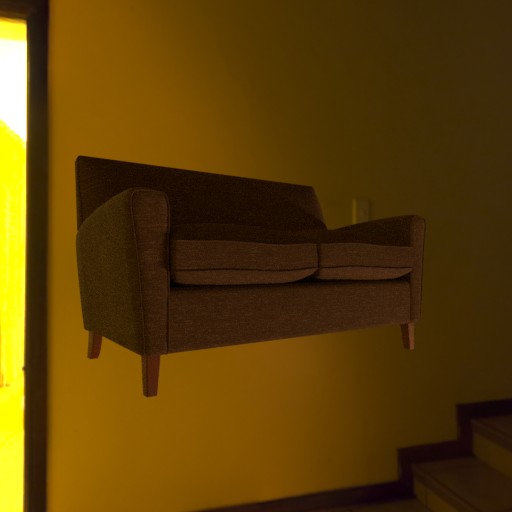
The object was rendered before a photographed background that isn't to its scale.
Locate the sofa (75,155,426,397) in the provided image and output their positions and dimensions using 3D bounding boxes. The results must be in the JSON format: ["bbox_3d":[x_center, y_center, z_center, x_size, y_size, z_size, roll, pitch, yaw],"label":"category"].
[{"bbox_3d":[0.000,0.000,2.088,1.509,0.905,0.867,1,-1,-35],"label":"sofa"}]
